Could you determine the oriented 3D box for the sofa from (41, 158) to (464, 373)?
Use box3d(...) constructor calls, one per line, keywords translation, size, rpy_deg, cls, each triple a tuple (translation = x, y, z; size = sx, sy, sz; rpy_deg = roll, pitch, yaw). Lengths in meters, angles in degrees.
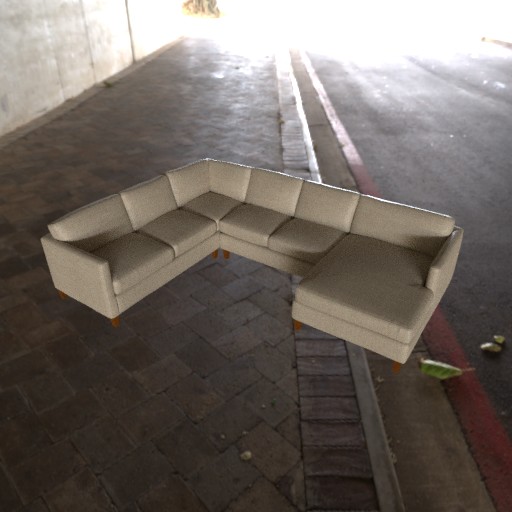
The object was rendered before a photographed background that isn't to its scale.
box3d(translation=(0.000, 0.000, 4.571), size=(3.460, 0.961, 2.594), rpy_deg=(19, 36, 29), cls="sofa")
